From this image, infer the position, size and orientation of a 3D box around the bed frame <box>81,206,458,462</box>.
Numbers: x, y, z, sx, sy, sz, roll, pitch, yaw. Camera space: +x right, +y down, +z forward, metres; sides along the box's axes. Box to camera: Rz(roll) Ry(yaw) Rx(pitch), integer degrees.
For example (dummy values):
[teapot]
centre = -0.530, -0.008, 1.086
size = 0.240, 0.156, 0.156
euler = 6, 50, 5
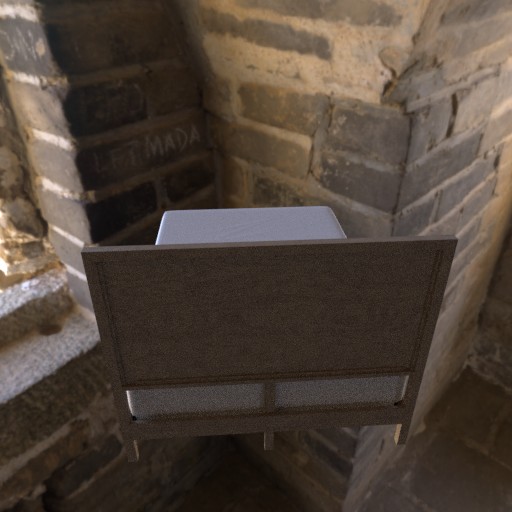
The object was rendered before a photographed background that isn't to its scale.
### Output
[bed frame]
centre = 0.000, 0.000, 3.164
size = 1.606, 1.369, 2.189
euler = -2, 30, -4
